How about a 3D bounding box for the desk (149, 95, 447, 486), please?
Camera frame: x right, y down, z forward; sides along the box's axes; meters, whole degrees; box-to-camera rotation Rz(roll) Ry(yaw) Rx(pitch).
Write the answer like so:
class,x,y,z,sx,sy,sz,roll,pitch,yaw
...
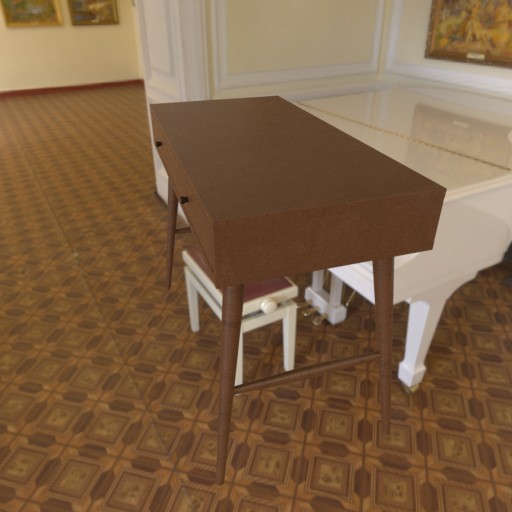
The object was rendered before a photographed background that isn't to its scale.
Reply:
class,x,y,z,sx,sy,sz,roll,pitch,yaw
desk,0.000,0.000,1.385,0.510,0.758,0.949,-9,32,-15
